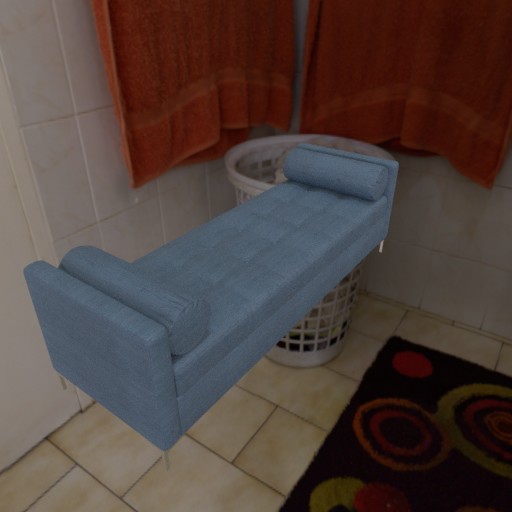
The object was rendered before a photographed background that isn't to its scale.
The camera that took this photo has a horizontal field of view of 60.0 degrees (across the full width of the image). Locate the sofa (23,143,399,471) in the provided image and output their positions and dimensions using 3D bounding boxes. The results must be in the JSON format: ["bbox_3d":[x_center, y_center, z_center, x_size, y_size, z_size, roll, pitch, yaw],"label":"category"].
[{"bbox_3d":[0.000,0.000,2.283,0.686,0.635,1.981,20,36,31],"label":"sofa"}]
